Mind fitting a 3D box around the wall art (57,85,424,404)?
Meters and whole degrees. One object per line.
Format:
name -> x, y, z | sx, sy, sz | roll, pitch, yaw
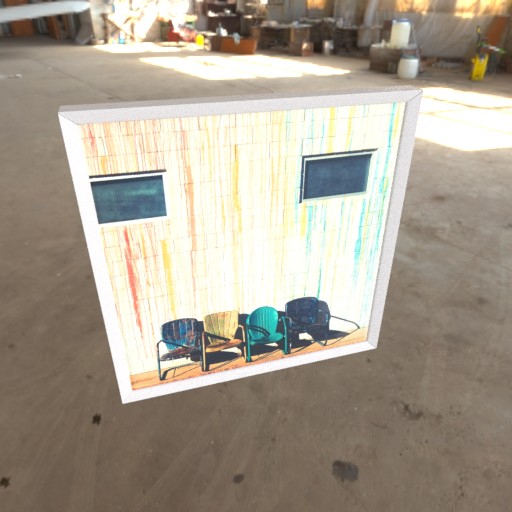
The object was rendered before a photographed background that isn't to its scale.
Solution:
wall art -> 0.000, 0.000, 0.738 | 0.508, 0.508, 0.037 | -9, 32, -14
